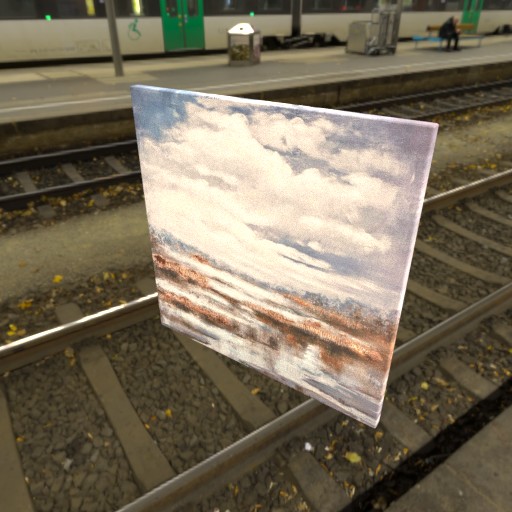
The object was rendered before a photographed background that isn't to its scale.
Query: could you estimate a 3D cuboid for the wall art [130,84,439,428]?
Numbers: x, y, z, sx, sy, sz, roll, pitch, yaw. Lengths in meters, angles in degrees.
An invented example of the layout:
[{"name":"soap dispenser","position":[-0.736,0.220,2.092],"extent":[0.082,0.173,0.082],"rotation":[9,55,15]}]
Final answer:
[{"name":"wall art","position":[0.000,0.000,1.338],"extent":[0.888,0.897,0.035],"rotation":[19,35,29]}]
